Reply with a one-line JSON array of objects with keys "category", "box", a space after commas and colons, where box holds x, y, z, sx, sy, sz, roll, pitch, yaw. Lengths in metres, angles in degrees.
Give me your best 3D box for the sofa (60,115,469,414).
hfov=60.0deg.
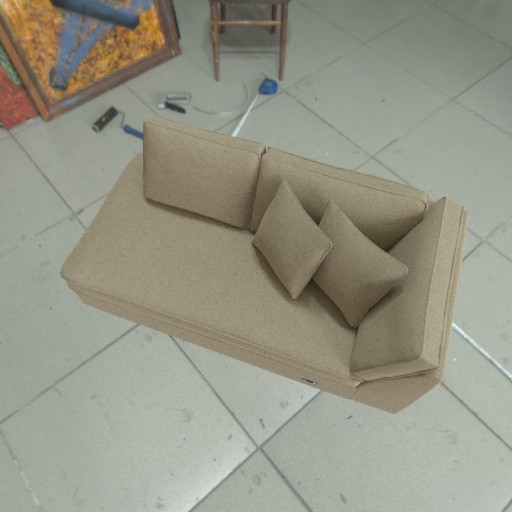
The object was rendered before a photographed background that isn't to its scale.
[{"category": "sofa", "box": [0.000, 0.000, 2.753, 2.237, 1.033, 1.110, 17, 61, 10]}]
